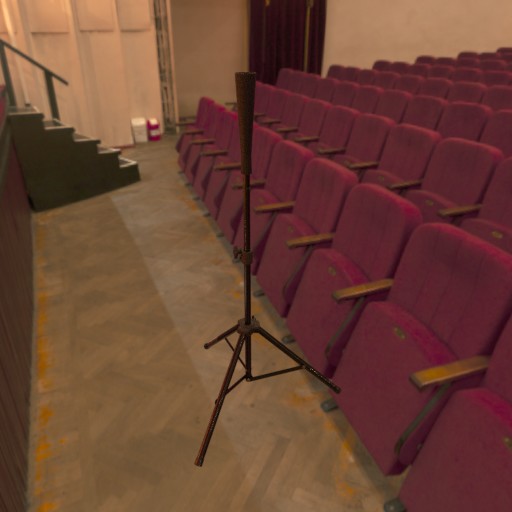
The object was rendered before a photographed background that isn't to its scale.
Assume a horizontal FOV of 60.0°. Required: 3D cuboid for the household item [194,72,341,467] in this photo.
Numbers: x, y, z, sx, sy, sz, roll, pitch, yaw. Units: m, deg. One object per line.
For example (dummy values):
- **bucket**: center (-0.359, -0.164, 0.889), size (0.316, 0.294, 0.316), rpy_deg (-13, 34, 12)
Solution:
- **household item**: center (0.000, 0.000, 1.382), size (0.559, 1.067, 0.559), rpy_deg (-8, 28, -16)
